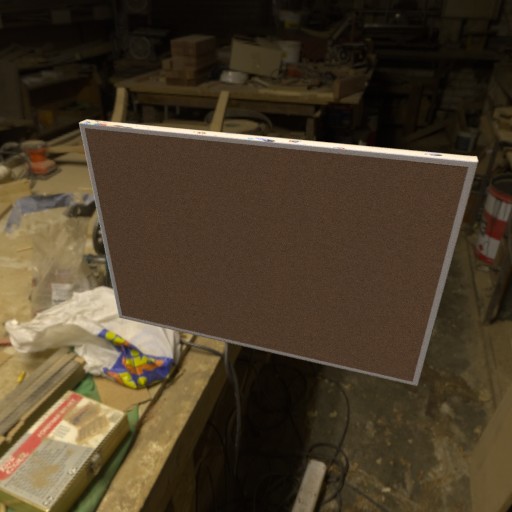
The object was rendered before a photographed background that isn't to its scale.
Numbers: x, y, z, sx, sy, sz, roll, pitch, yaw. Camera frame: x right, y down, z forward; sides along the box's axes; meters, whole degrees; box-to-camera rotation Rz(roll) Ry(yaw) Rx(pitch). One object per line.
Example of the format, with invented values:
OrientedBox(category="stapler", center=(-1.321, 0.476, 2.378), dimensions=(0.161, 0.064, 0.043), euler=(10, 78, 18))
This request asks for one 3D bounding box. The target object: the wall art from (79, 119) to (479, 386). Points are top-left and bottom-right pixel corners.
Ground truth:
OrientedBox(category="wall art", center=(0.000, 0.000, 1.428), dimensions=(1.136, 0.769, 0.040), euler=(10, 33, 16))
